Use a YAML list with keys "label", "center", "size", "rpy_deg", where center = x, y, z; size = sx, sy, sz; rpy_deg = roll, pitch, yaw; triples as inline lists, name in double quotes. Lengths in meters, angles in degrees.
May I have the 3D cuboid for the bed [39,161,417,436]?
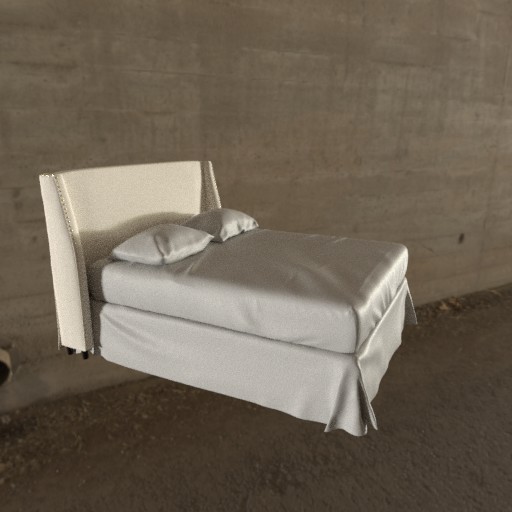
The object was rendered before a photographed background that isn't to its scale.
- label: "bed"
  center: [0.000, 0.000, 3.402]
  size: [2.276, 1.332, 1.925]
  rpy_deg: [7, 17, 26]
